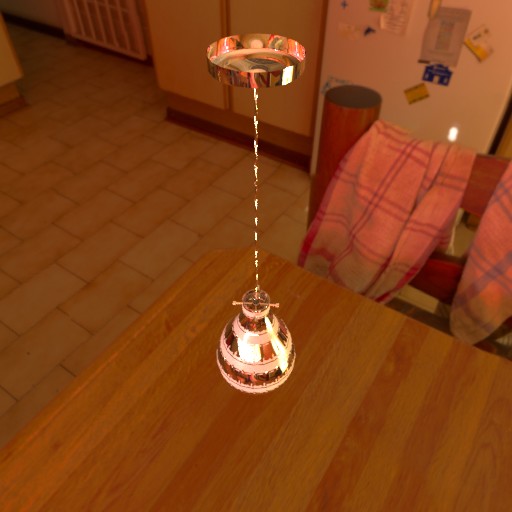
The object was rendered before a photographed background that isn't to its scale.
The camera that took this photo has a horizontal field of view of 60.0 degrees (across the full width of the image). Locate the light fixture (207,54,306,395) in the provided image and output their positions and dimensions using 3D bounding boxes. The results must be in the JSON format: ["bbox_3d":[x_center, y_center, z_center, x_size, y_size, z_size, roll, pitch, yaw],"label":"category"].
[{"bbox_3d":[0.000,0.000,1.627,0.374,1.457,0.374,3,46,3],"label":"light fixture"}]
